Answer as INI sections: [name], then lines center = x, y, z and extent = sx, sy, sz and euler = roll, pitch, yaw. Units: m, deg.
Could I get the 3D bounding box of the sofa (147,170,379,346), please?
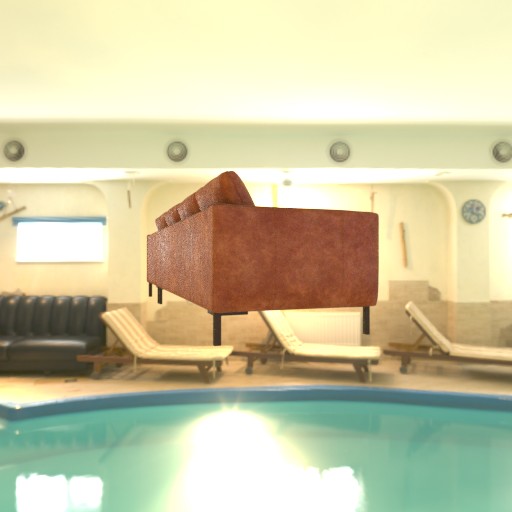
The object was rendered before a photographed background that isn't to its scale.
[sofa]
center = 0.000, 0.000, 3.649
extent = 1.471, 0.859, 2.993
euler = 0, 0, -20
